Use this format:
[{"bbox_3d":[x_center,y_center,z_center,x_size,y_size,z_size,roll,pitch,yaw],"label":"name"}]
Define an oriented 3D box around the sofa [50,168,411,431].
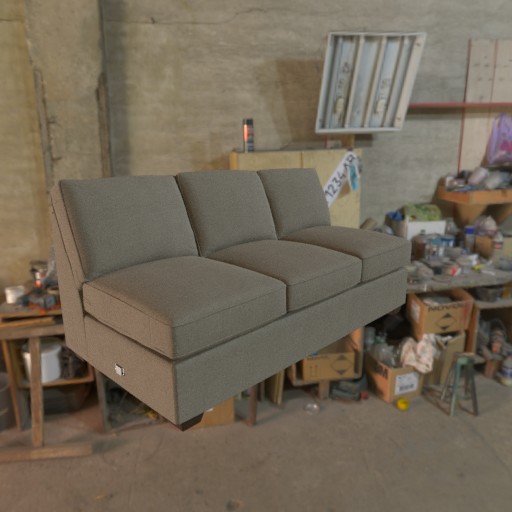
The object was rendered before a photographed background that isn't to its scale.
[{"bbox_3d":[0.000,0.000,2.783,1.127,1.036,2.092,14,20,43],"label":"sofa"}]
